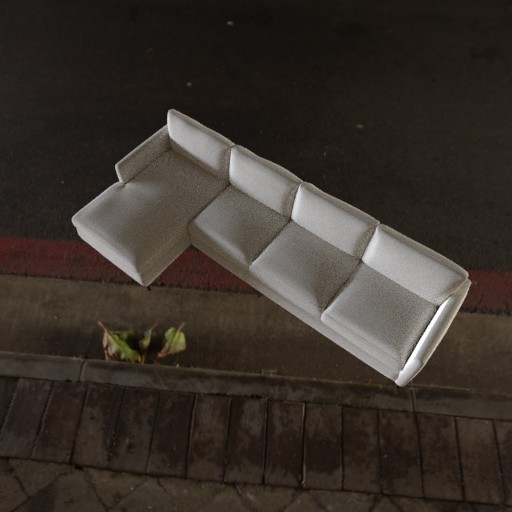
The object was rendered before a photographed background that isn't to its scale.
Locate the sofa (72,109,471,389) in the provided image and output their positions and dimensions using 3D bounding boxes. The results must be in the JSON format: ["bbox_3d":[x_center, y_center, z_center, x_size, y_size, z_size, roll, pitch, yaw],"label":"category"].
[{"bbox_3d":[0.000,0.000,3.817,3.186,0.875,1.467,33,63,19],"label":"sofa"}]
